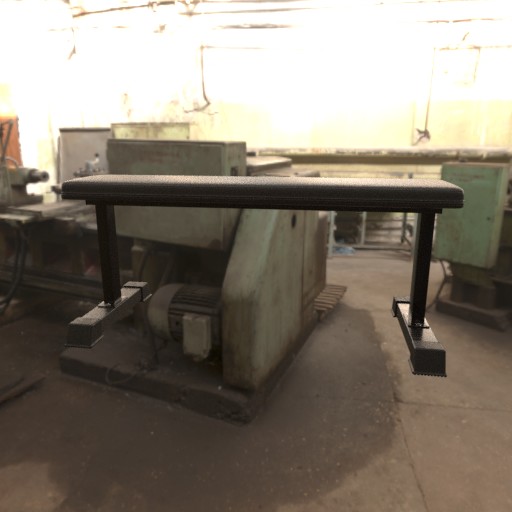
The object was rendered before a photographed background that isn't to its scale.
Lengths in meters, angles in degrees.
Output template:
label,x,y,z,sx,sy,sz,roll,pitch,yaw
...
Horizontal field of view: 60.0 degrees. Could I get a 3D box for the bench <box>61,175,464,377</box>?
label,x,y,z,sx,sy,sz,roll,pitch,yaw
bench,0.000,0.000,1.309,1.072,0.453,0.439,2,15,9
